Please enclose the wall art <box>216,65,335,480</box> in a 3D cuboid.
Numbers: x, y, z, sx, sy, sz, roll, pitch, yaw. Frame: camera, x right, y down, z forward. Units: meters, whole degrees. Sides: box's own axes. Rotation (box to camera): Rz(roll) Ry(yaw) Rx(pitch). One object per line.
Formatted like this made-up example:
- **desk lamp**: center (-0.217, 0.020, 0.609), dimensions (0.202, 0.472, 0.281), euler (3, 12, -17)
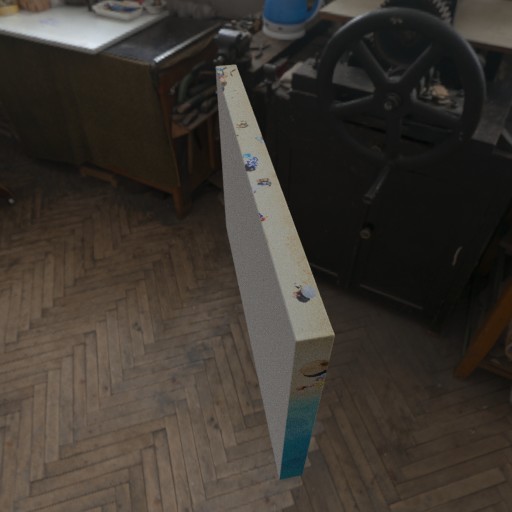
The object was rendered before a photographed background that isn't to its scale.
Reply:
- **wall art**: center (0.000, 0.000, 0.771), dimensions (0.039, 0.406, 0.609), euler (-8, 47, -7)
